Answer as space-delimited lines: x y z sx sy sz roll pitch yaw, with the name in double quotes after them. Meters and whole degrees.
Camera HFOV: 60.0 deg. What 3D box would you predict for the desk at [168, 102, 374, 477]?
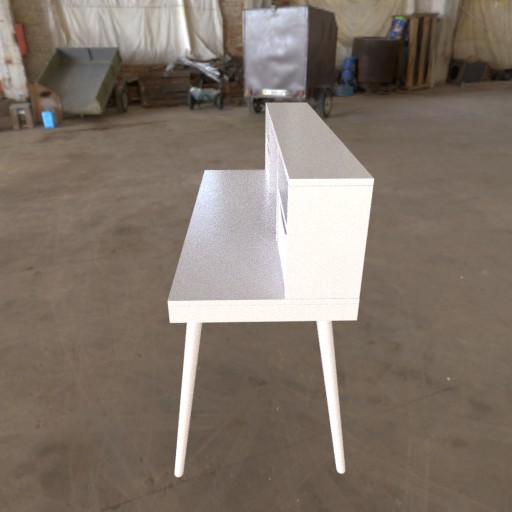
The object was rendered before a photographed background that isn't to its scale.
0.000 0.000 1.749 0.559 0.990 1.199 -1 27 -1 "desk"
